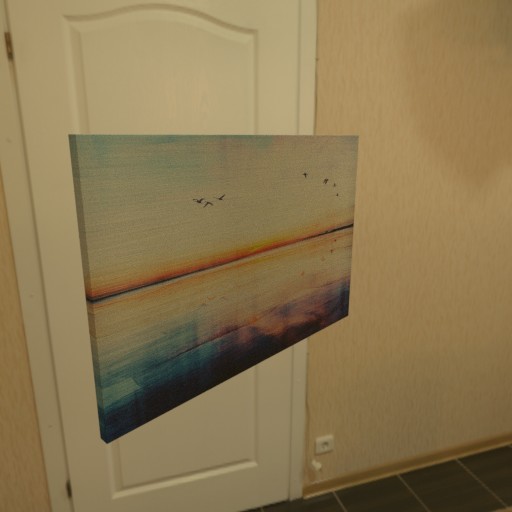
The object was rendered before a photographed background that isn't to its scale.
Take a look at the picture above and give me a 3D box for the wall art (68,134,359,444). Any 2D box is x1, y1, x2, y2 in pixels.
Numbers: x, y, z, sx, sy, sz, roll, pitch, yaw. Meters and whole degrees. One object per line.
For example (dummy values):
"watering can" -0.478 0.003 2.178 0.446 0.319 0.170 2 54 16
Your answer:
"wall art" 0.000 0.000 0.761 0.018 0.402 0.604 14 20 41
